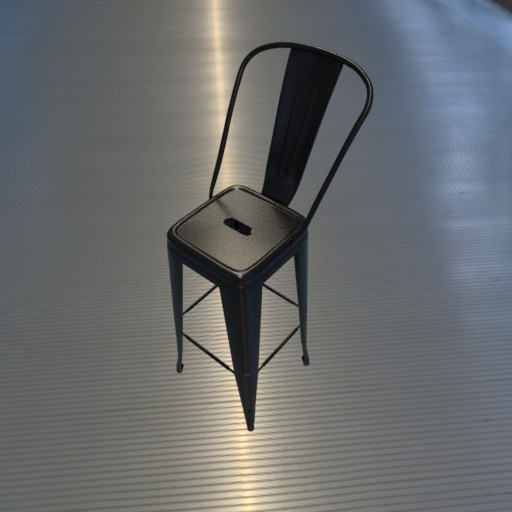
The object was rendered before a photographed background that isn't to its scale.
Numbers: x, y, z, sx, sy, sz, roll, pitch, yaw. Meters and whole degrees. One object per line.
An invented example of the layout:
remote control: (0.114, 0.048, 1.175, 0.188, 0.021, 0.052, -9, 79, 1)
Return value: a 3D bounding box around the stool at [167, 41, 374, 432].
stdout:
stool: (0.000, 0.000, 1.363, 0.399, 1.096, 0.513, 30, 52, 27)
